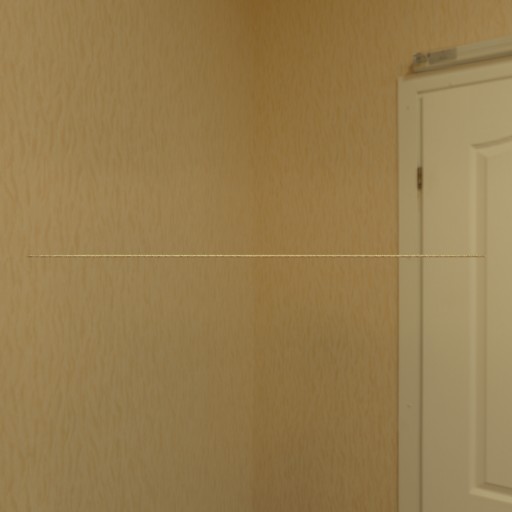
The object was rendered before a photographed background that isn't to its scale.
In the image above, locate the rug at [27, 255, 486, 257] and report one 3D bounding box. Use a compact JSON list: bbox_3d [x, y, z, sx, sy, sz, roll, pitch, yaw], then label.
[{"bbox_3d":[0.000,0.000,2.521,2.277,0.008,0.676,0,0,0],"label":"rug"}]
